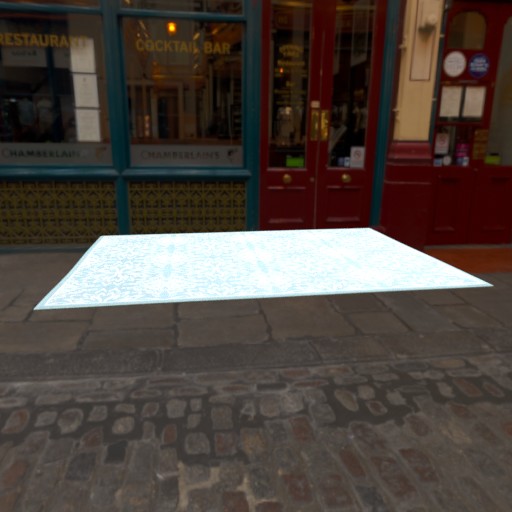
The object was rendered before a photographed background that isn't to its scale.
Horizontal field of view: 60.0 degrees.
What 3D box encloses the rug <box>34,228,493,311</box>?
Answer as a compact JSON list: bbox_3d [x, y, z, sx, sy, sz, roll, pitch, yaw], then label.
[{"bbox_3d":[0.000,0.000,2.853,2.205,0.014,1.589,-2,14,-8],"label":"rug"}]
